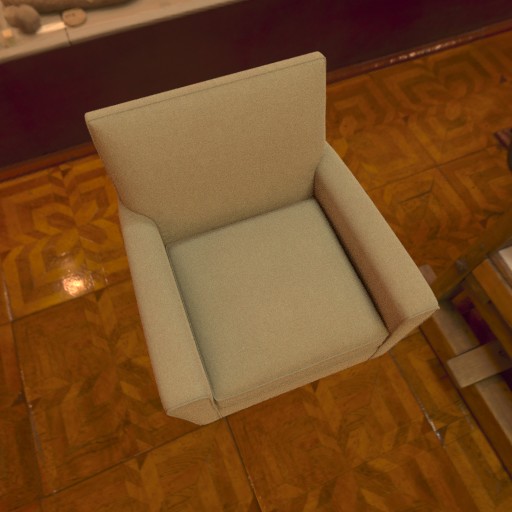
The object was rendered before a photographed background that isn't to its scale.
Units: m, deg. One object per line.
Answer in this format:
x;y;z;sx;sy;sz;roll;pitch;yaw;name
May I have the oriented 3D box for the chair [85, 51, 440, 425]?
0.000;0.000;1.557;0.840;0.846;0.871;-19;65;-9;chair
